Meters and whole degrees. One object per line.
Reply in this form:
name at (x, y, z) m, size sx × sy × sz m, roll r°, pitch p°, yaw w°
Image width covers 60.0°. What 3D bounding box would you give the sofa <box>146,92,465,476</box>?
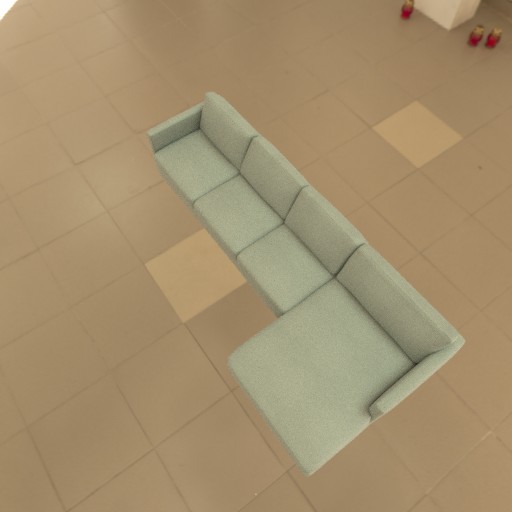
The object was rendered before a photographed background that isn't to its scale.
sofa at (0.000, 0.000, 4.125) m, size 1.604 × 0.950 × 3.471 m, roll -33°, pitch 67°, yaw -16°
